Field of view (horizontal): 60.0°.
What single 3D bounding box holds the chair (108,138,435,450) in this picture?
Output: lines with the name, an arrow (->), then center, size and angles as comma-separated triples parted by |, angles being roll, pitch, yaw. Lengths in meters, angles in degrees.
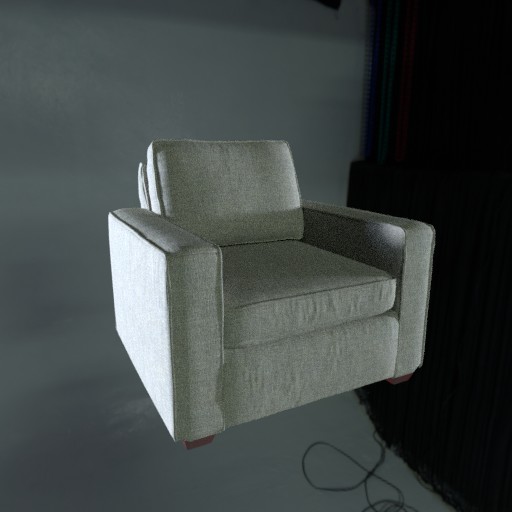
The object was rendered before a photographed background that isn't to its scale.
chair -> 0.000, 0.000, 1.779 | 1.016, 0.914, 0.940 | -7, 16, -26
